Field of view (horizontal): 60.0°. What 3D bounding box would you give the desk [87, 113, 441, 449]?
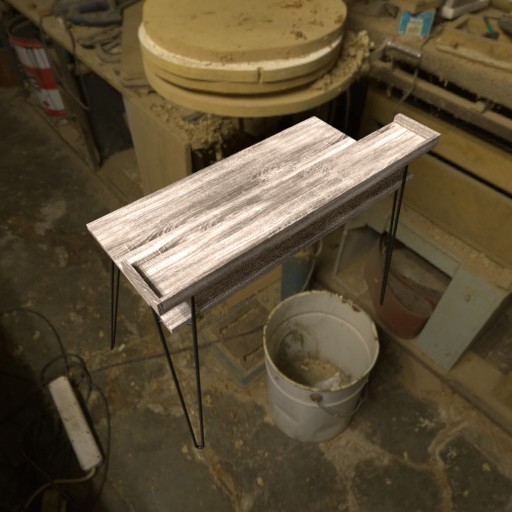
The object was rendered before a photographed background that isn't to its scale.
[{"bbox_3d":[0.000,0.000,1.647,1.135,0.899,0.605,-32,56,-25],"label":"desk"}]
